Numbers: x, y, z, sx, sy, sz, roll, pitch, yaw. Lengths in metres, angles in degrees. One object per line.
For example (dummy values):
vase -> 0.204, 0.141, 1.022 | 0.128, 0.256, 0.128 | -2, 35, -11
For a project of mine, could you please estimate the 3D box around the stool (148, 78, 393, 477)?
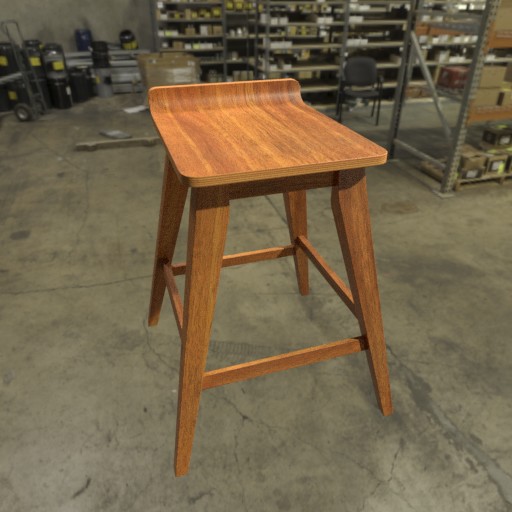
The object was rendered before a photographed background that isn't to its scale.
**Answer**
stool -> 0.000, 0.000, 0.981 | 0.500, 0.650, 0.500 | -10, 33, -15
